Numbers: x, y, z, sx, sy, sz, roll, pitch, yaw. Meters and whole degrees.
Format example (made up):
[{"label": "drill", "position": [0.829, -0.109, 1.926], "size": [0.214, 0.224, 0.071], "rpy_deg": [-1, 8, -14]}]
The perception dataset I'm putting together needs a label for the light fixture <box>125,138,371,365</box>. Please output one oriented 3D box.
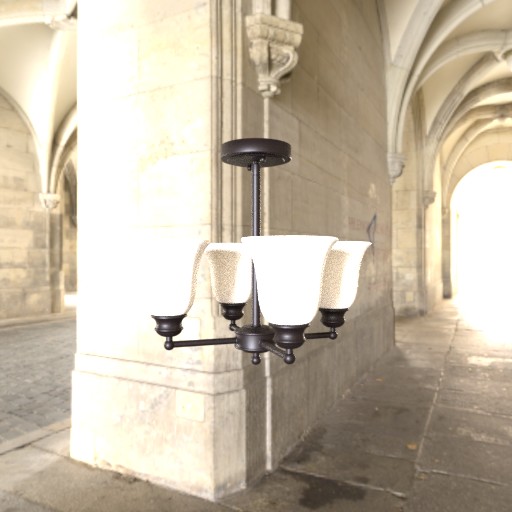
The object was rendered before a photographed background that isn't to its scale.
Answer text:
[{"label": "light fixture", "position": [0.000, 0.000, 1.887], "size": [1.069, 0.925, 1.069], "rpy_deg": [0, 0, -18]}]
